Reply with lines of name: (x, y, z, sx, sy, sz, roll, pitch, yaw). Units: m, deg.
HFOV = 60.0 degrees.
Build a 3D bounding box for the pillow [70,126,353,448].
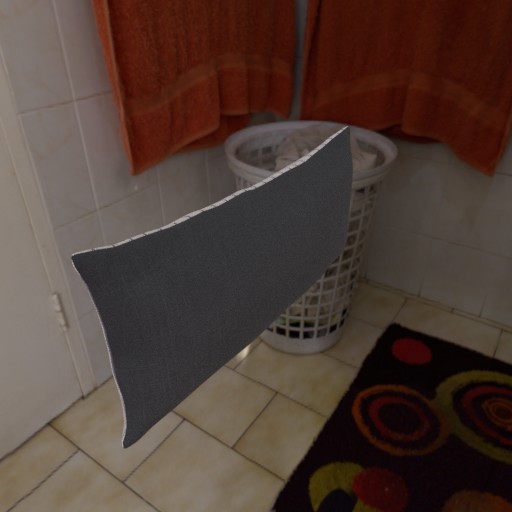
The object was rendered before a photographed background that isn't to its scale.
pillow: (0.000, 0.000, 0.720, 0.151, 0.305, 0.609, 21, 38, 30)
